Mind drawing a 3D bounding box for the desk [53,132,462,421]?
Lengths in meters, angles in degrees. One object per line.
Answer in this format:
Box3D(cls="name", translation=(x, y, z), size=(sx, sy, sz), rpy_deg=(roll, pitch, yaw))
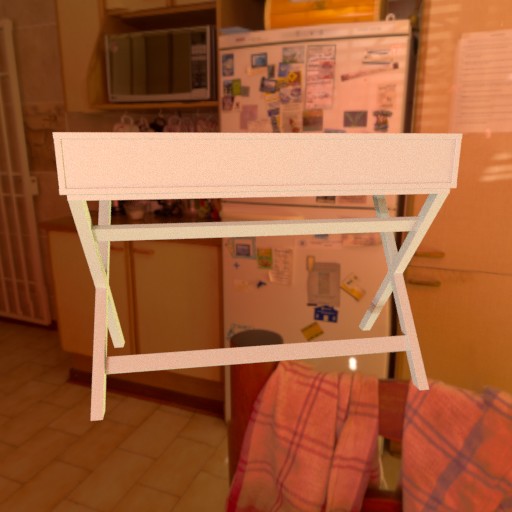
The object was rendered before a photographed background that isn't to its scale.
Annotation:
Box3D(cls="desk", translation=(0.000, 0.000, 1.476), size=(1.057, 0.780, 0.525), rpy_deg=(-2, 15, -9))
